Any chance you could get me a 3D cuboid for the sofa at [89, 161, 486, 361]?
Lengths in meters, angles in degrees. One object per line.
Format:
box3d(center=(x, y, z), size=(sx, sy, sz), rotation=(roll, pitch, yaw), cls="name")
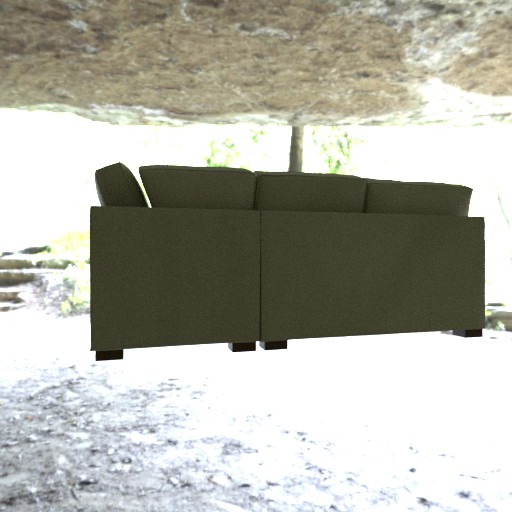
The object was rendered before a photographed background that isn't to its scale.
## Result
box3d(center=(0.000, 0.000, 3.329), size=(2.182, 0.939, 2.189), rotation=(0, 0, -16), cls="sofa")
